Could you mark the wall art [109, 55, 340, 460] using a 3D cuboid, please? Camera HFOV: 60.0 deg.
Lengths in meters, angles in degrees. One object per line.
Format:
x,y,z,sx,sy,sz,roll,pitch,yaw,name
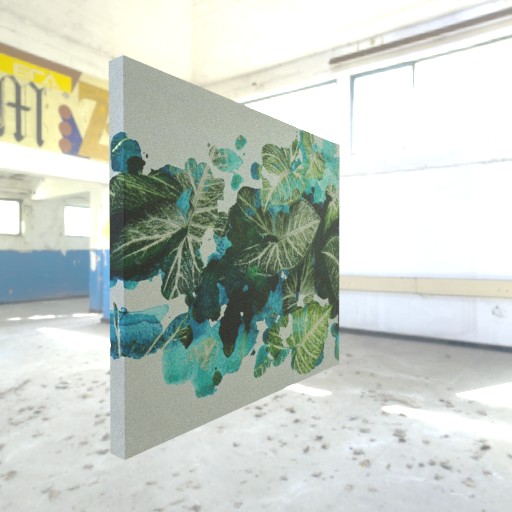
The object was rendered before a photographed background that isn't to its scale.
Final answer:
0.000,0.000,0.962,0.043,0.610,0.711,1,1,37,wall art
